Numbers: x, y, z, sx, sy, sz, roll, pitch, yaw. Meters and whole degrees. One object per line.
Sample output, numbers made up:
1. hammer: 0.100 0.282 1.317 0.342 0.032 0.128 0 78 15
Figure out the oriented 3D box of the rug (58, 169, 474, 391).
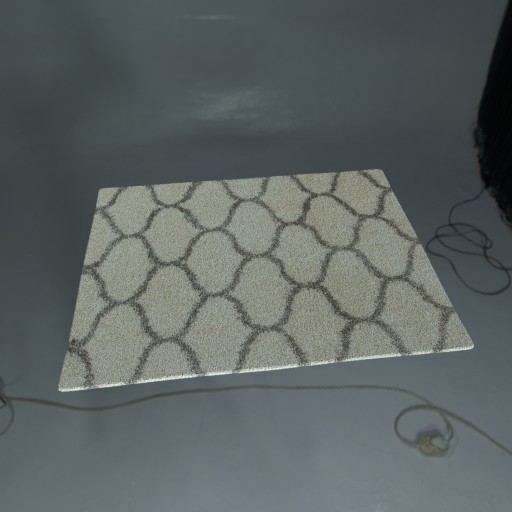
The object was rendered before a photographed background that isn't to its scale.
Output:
1. rug: 0.000 0.000 2.097 1.600 0.025 1.200 -5 47 -5
